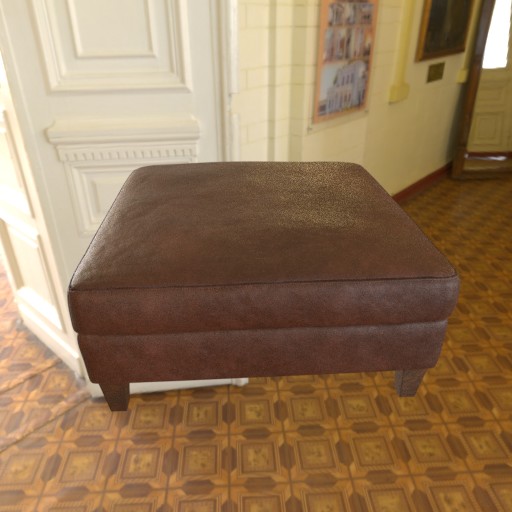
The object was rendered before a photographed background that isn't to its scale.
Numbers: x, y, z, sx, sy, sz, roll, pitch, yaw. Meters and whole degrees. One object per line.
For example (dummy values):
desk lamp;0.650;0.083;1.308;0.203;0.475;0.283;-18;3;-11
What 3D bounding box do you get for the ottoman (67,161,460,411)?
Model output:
ottoman;0.000;0.000;1.318;0.836;0.415;0.844;-2;29;-3
